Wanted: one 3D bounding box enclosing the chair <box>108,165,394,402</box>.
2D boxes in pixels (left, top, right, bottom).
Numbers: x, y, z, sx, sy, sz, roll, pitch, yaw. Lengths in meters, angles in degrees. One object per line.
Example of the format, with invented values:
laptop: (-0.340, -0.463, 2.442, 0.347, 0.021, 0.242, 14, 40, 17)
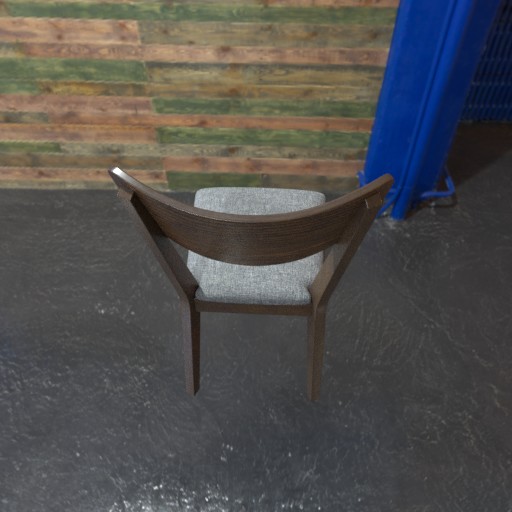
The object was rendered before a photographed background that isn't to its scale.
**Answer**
chair: (0.000, 0.000, 1.194, 0.491, 0.849, 0.583, 2, 46, 2)
